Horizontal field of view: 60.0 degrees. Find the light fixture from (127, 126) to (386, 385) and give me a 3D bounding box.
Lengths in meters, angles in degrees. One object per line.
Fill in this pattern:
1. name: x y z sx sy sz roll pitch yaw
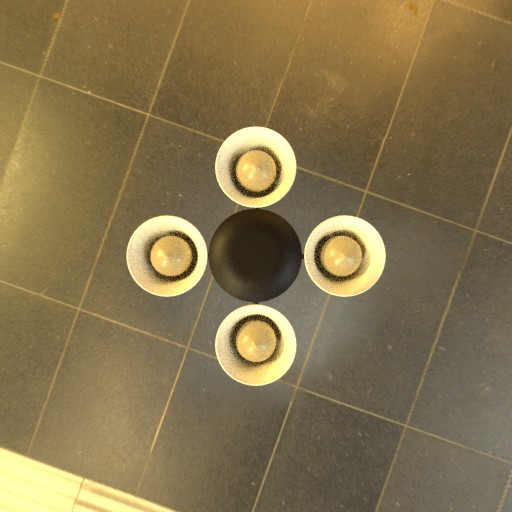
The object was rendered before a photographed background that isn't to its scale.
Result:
1. light fixture: 0.000 0.000 1.883 1.069 0.925 1.069 0 90 0
